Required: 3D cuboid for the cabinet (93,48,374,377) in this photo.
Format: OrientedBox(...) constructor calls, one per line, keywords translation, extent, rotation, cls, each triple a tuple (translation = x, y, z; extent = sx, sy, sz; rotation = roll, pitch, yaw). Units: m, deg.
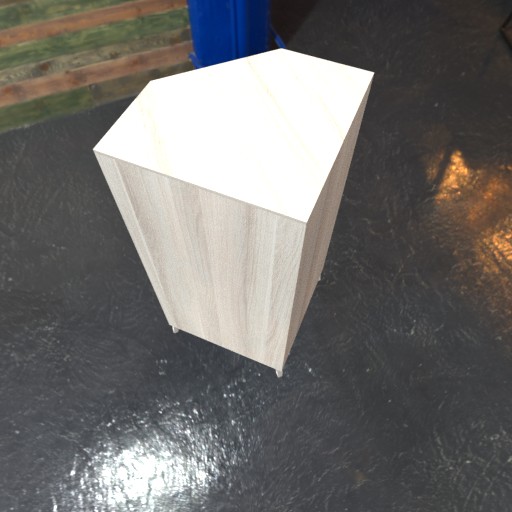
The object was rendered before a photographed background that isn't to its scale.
OrientedBox(translation=(0.000, 0.000, 2.645), extent=(1.272, 1.957, 0.969), rotation=(-19, 61, -11), cls="cabinet")
